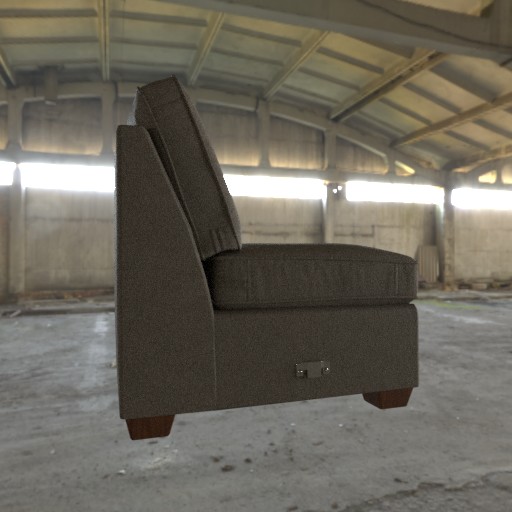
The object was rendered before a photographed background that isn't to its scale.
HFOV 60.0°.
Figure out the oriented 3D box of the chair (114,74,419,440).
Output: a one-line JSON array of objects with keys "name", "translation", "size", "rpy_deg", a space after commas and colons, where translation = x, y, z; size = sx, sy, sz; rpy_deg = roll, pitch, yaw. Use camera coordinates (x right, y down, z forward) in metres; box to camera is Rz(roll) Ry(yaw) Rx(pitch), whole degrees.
[{"name": "chair", "translation": [0.000, 0.000, 1.543], "size": [0.938, 0.970, 0.621], "rpy_deg": [0, -1, -18]}]
